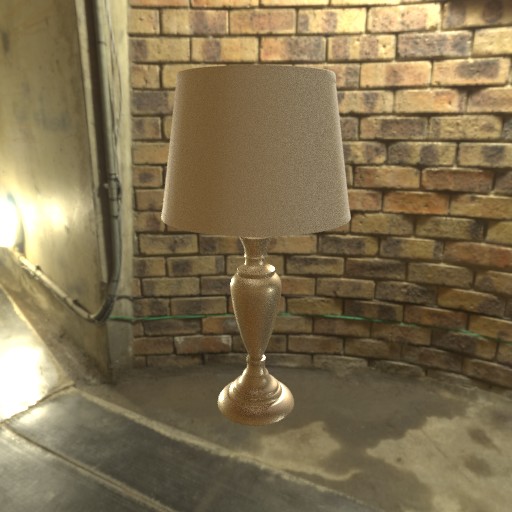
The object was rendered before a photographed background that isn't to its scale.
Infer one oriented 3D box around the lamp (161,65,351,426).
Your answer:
[{"bbox_3d":[0.000,0.000,0.806,0.328,0.612,0.328,0,16,0],"label":"lamp"}]
